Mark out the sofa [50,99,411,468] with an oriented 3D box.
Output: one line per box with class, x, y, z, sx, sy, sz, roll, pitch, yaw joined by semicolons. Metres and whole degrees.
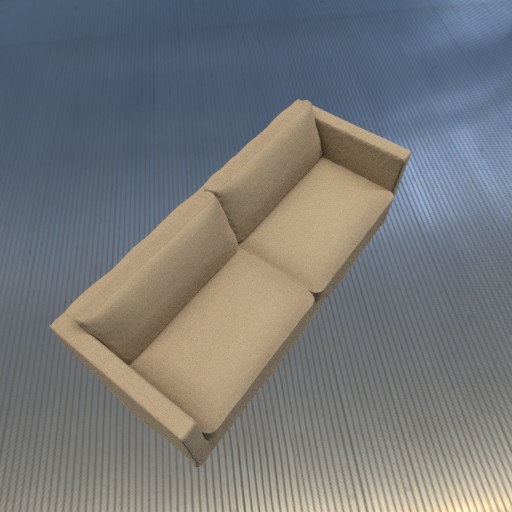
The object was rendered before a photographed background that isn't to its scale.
sofa;0.000;0.000;2.843;0.962;0.853;2.312;32;62;19
